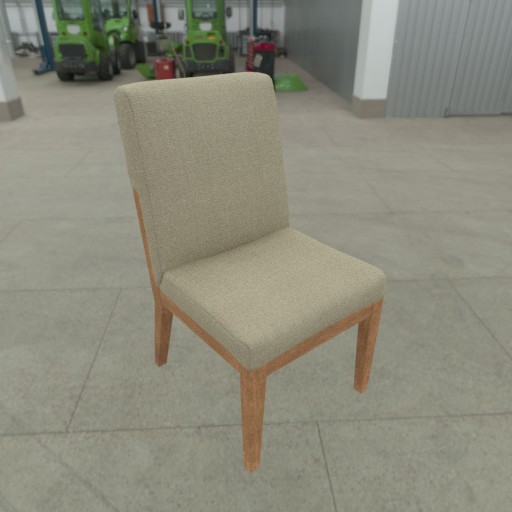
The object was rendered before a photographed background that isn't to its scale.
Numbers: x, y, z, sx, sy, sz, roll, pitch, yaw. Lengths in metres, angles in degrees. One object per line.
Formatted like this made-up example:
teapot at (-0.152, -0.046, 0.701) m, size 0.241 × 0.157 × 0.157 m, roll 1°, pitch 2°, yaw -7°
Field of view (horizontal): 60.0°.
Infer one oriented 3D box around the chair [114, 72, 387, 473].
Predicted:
chair at (0.000, 0.000, 1.269) m, size 0.507 × 0.911 × 0.586 m, roll -21°, pitch 35°, yaw -33°
